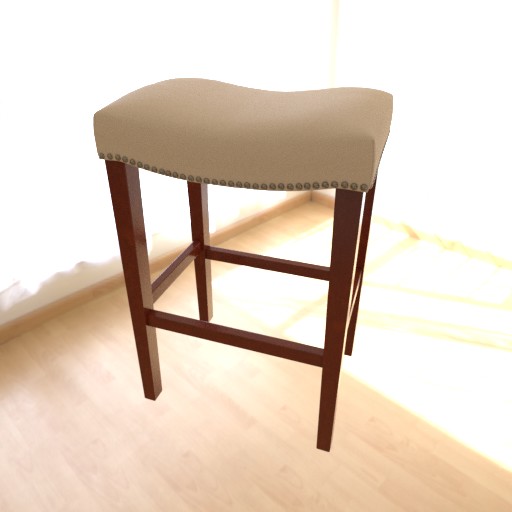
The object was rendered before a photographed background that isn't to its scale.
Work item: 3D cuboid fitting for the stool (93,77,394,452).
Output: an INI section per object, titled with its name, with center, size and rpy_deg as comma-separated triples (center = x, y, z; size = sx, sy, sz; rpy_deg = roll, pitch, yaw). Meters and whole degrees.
[stool]
center = 0.000, 0.000, 1.031
size = 0.504, 0.742, 0.372
rpy_deg = 10, 32, 16
